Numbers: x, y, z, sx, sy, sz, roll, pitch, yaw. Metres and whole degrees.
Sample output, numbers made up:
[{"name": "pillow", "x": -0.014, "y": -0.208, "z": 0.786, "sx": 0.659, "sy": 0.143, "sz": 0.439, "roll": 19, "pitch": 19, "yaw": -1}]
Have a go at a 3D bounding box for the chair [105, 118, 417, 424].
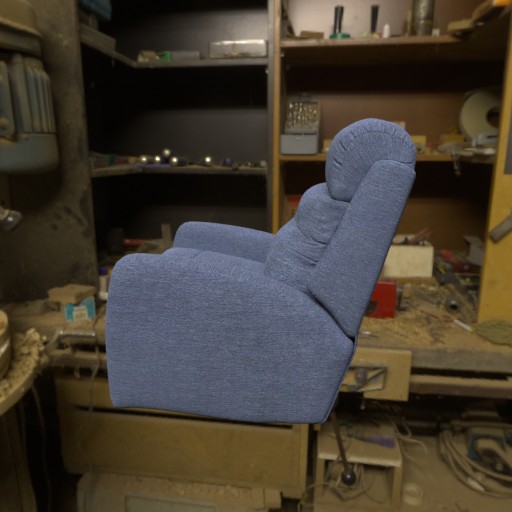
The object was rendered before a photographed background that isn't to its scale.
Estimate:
[{"name": "chair", "x": 0.000, "y": 0.000, "z": 1.740, "sx": 1.043, "sy": 1.013, "sz": 0.798, "roll": 2, "pitch": 14, "yaw": 9}]
